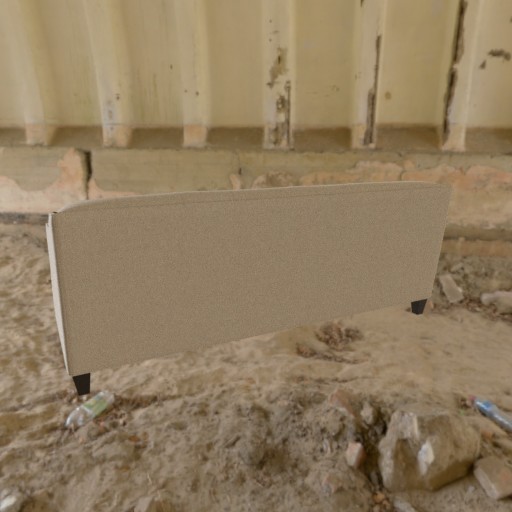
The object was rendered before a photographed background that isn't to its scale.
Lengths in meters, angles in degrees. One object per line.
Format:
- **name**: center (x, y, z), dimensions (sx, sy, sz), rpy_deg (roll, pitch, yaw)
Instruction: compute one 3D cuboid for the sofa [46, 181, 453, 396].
- **sofa**: center (0.000, 0.000, 2.671), dimensions (2.235, 0.901, 0.914), rpy_deg (-7, 16, -26)
